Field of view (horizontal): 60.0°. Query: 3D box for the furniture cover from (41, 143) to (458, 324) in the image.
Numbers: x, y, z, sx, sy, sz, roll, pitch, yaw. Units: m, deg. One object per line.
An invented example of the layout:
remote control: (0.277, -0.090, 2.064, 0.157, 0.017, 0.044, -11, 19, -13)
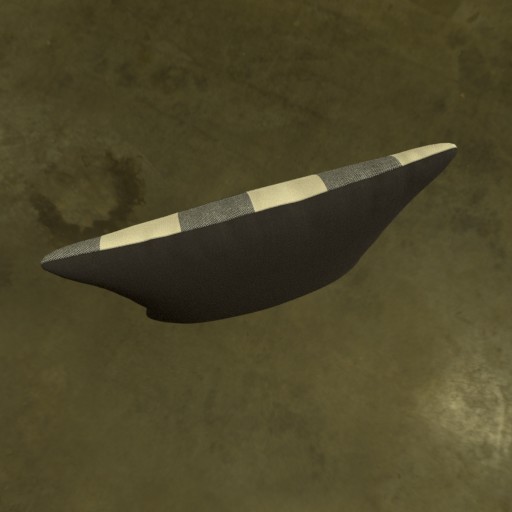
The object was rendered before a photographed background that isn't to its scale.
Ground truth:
furniture cover: (0.000, 0.000, 0.763, 0.511, 0.509, 0.161, -16, 77, -4)
